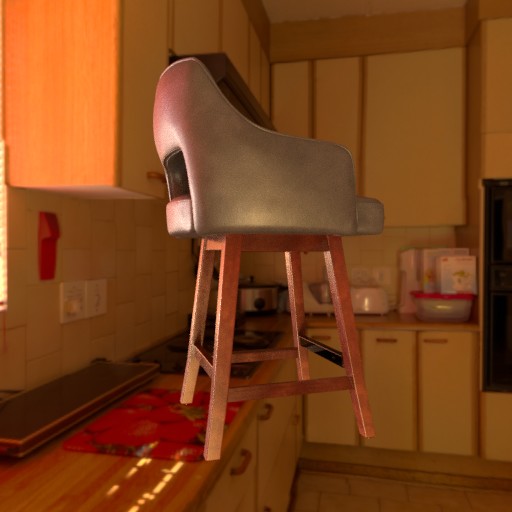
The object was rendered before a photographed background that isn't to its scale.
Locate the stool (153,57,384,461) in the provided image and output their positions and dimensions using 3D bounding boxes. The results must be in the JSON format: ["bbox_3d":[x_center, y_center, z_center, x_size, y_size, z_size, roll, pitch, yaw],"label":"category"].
[{"bbox_3d":[0.000,0.000,1.259,0.560,0.936,0.550,0,1,-18],"label":"stool"}]
